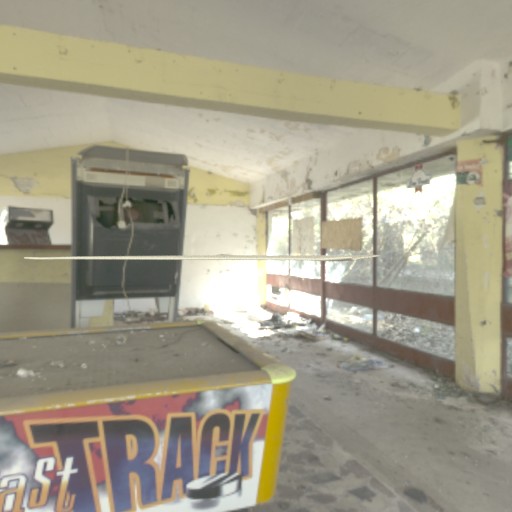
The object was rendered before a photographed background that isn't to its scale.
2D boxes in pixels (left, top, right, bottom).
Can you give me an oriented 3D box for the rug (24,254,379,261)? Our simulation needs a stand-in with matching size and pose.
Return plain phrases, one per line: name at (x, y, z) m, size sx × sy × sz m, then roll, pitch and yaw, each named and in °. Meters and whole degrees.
rug at (0.000, 0.000, 2.399) m, size 1.214 × 0.023 × 1.947 m, roll 0°, pitch 0°, yaw 18°
